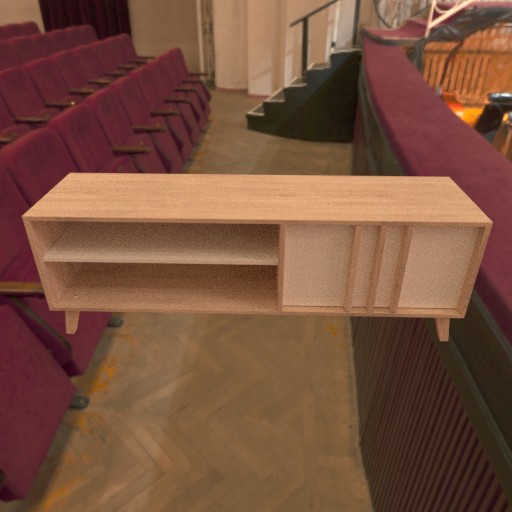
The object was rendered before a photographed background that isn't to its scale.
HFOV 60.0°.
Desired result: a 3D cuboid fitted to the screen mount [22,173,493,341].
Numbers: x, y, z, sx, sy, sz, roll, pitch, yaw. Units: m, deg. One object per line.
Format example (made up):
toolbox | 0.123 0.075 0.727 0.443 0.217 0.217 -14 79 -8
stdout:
screen mount | 0.000 0.000 1.712 1.500 0.510 0.400 1 31 1
